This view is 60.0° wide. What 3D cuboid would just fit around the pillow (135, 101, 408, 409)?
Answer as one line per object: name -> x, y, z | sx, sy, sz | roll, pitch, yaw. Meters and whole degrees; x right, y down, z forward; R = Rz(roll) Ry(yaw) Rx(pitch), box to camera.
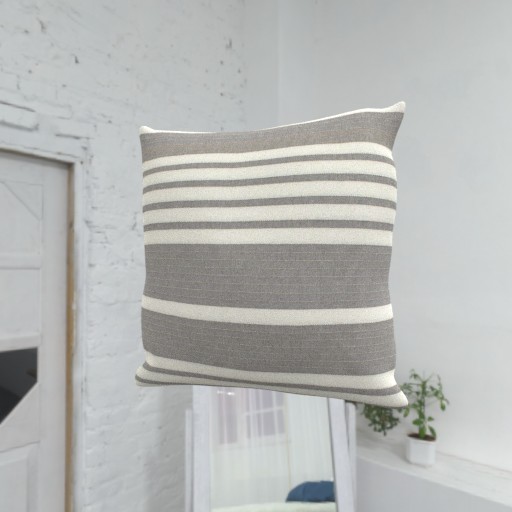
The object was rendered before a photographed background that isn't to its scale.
pillow -> 0.000, 0.000, 0.679 | 0.439, 0.440, 0.182 | 0, -1, 19
